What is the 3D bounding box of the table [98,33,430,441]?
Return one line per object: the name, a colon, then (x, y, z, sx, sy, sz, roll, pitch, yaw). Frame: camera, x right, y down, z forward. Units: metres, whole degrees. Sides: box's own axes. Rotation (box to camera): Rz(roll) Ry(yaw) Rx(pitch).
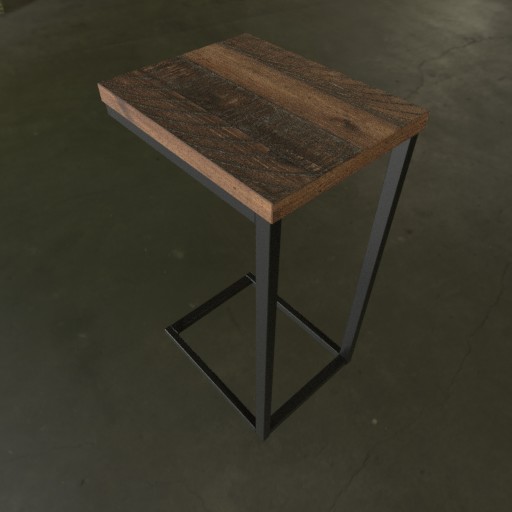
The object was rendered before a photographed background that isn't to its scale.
table: (0.000, 0.000, 0.946, 0.323, 0.718, 0.414, -33, 55, -27)
